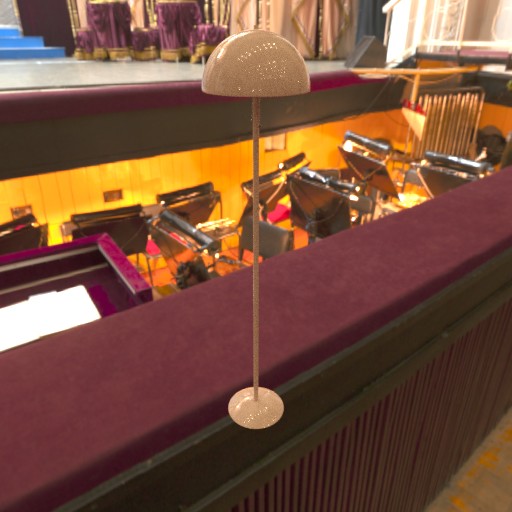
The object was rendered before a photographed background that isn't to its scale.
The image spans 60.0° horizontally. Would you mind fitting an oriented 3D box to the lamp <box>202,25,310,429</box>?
[{"bbox_3d":[0.000,0.000,1.603,0.328,1.480,0.328,-18,32,-31],"label":"lamp"}]
